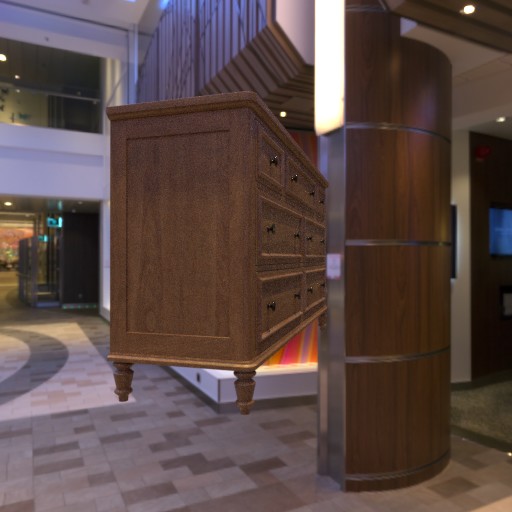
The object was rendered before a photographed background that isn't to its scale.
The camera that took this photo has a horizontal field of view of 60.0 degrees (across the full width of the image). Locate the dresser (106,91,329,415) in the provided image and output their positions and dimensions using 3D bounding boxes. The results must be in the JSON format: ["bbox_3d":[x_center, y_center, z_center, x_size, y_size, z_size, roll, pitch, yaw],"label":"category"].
[{"bbox_3d":[0.000,0.000,2.024,0.468,0.892,1.583,0,0,17],"label":"dresser"}]
